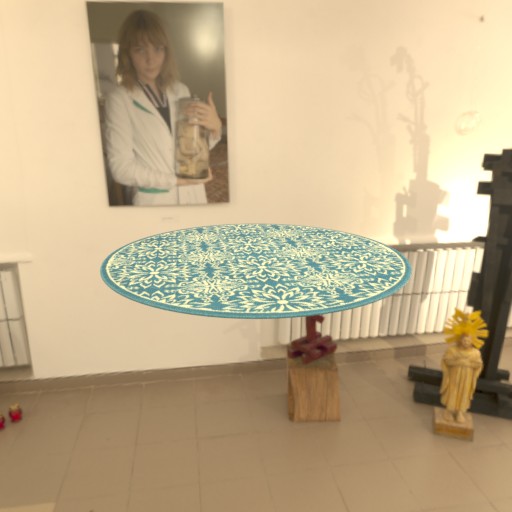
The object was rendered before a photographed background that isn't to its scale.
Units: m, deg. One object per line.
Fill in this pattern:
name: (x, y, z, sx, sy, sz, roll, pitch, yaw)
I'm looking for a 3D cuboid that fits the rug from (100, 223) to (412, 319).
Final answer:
rug: (0.000, 0.000, 2.389, 1.593, 0.012, 1.593, 0, 17, 0)
